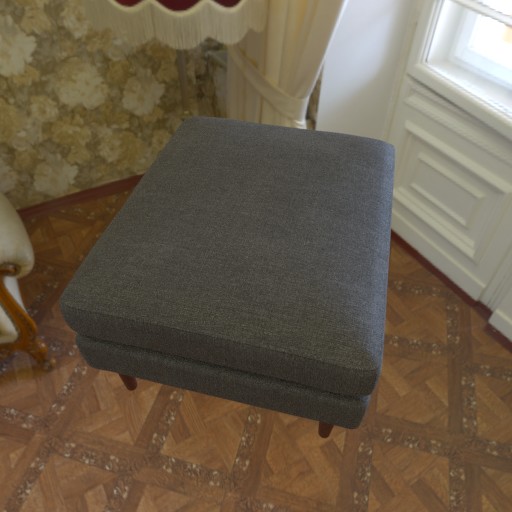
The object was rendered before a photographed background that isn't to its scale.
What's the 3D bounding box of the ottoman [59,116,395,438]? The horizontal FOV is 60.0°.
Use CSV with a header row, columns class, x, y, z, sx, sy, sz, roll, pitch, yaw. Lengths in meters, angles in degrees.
class,x,y,z,sx,sy,sz,roll,pitch,yaw
ottoman,0.000,0.000,1.276,0.693,0.474,0.821,10,47,10
